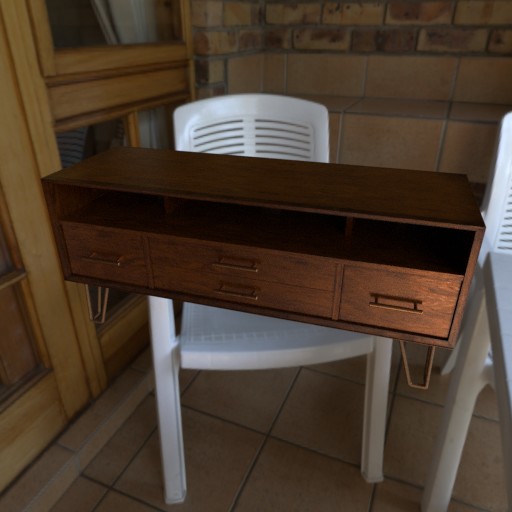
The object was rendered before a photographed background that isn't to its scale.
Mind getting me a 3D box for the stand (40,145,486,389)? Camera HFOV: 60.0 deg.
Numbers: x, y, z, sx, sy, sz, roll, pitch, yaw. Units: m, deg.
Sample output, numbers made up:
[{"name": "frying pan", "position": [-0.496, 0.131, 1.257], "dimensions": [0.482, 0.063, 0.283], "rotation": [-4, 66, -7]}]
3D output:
[{"name": "stand", "position": [0.000, 0.000, 1.647], "dimensions": [1.372, 0.610, 0.481], "rotation": [8, 29, 15]}]
